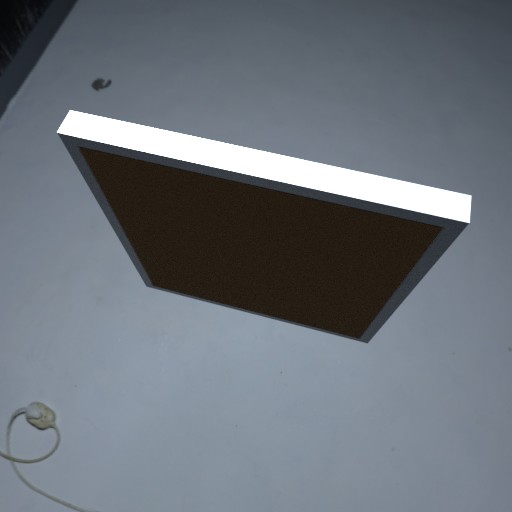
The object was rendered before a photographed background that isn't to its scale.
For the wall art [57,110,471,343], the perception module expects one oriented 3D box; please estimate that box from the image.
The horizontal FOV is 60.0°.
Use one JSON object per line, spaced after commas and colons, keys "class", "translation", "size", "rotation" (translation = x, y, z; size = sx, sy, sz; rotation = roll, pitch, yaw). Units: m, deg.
{"class": "wall art", "translation": [0.000, 0.000, 0.760], "size": [0.506, 0.506, 0.038], "rotation": [14, 64, 7]}
